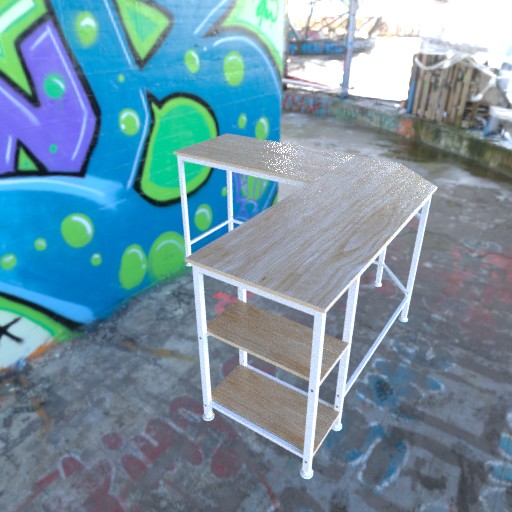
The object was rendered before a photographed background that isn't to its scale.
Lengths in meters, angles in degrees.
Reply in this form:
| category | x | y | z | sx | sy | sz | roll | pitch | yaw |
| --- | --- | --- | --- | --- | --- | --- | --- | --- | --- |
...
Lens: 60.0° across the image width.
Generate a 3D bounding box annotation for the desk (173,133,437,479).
| category | x | y | z | sx | sy | sz | roll | pitch | yaw |
| --- | --- | --- | --- | --- | --- | --- | --- | --- | --- |
| desk | 0.000 | 0.000 | 2.197 | 1.379 | 0.739 | 1.379 | 18 | 34 | 29 |
